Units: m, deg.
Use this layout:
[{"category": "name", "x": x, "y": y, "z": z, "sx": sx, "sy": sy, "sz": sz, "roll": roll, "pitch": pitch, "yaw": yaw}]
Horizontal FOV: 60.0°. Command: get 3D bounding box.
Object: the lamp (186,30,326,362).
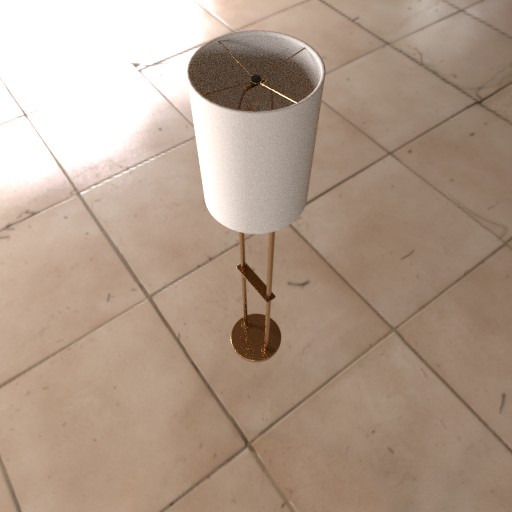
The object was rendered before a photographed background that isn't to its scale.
[{"category": "lamp", "x": 0.000, "y": 0.000, "z": 1.601, "sx": 0.305, "sy": 1.500, "sz": 0.306, "roll": -33, "pitch": 62, "yaw": -20}]
